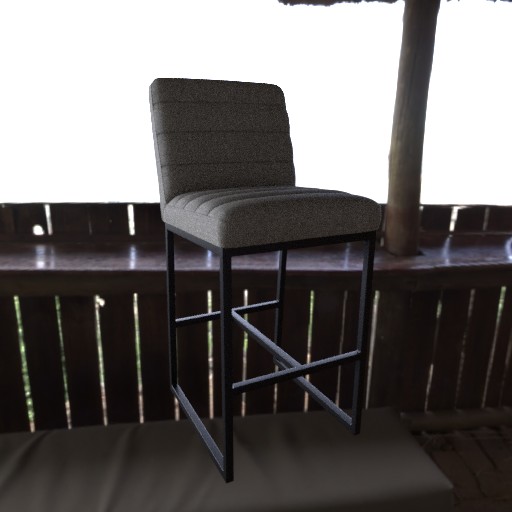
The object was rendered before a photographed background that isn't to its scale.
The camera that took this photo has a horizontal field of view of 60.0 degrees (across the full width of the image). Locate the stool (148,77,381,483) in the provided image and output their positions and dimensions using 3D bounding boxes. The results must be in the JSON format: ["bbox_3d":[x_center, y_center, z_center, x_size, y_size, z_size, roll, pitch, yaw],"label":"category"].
[{"bbox_3d":[0.000,0.000,1.322,0.459,1.034,0.571,-8,17,-26],"label":"stool"}]
